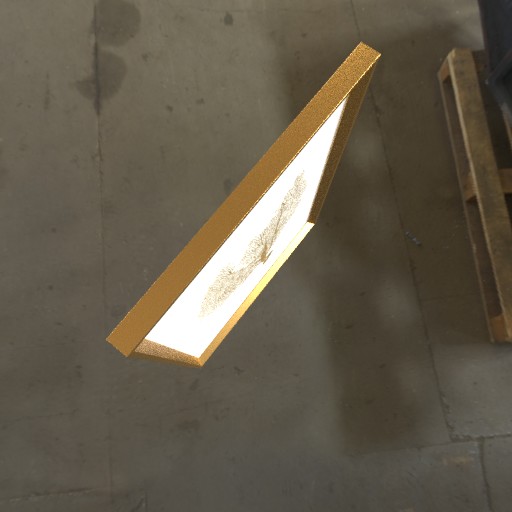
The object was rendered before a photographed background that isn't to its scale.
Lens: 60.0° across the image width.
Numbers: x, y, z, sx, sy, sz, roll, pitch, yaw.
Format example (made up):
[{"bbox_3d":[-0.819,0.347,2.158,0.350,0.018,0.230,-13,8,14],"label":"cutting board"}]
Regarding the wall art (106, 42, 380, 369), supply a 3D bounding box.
[{"bbox_3d":[0.000,0.000,1.050,0.038,0.812,0.610,37,78,9],"label":"wall art"}]
